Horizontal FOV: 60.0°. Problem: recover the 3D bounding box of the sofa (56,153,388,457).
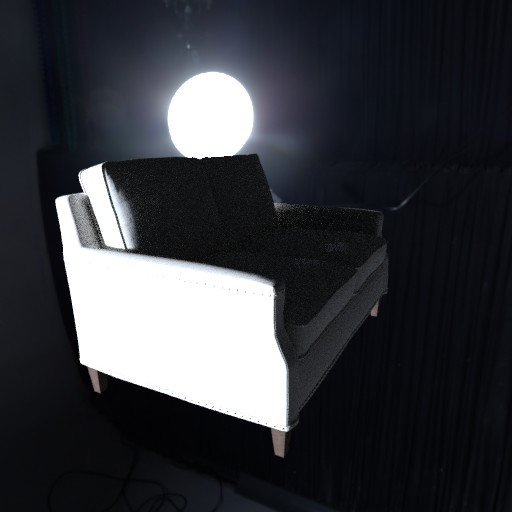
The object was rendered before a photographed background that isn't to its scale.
[{"bbox_3d":[0.000,0.000,2.285,1.084,1.003,1.597,8,17,26],"label":"sofa"}]
